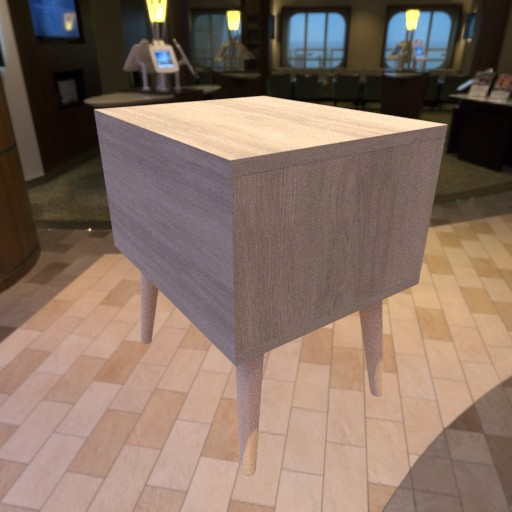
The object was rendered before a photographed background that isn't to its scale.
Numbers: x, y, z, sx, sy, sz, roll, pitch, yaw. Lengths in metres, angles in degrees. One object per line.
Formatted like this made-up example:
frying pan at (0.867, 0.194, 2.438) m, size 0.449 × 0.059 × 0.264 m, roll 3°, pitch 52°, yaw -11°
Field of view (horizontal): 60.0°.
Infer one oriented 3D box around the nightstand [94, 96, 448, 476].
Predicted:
nightstand at (0.000, 0.000, 0.821) m, size 0.380 × 0.500 × 0.450 m, roll -17°, pitch 31°, yaw -31°
